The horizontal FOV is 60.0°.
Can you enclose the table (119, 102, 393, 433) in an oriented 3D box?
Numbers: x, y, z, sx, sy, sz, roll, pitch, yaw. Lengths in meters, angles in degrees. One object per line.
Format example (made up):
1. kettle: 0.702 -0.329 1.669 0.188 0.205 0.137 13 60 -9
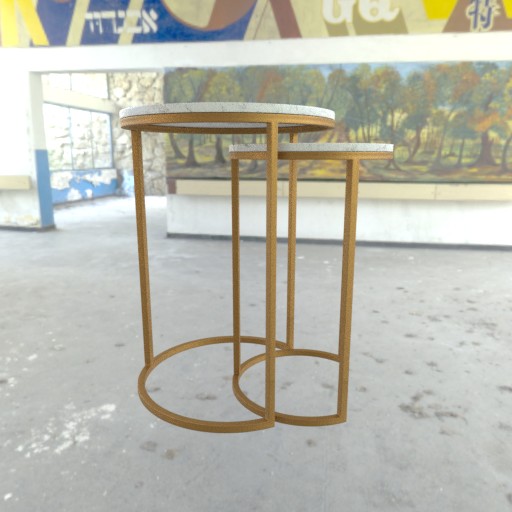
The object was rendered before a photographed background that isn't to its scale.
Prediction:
1. table: 0.000 0.000 0.898 0.507 0.550 0.400 2 13 10
